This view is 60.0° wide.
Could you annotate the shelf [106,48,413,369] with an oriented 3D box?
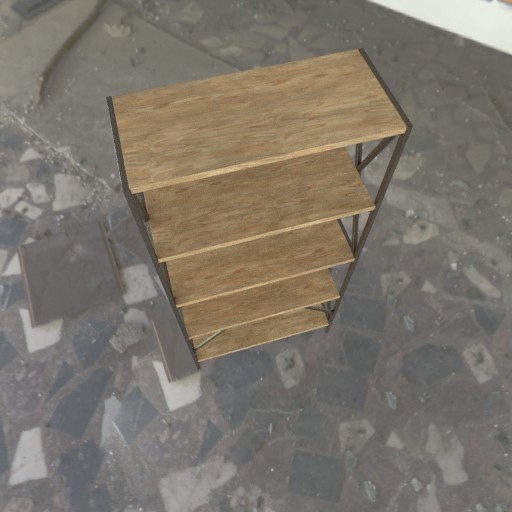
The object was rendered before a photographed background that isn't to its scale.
[{"bbox_3d":[0.000,0.000,2.150,0.874,1.803,0.386,-14,61,-8],"label":"shelf"}]
